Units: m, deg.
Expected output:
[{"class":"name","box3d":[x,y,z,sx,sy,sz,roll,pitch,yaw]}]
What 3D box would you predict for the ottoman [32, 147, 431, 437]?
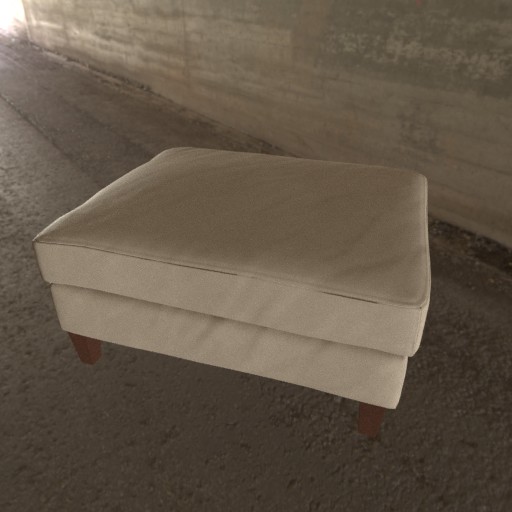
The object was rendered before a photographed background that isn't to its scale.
[{"class":"ottoman","box3d":[0.000,0.000,1.446,1.002,0.492,0.836,9,33,15]}]
